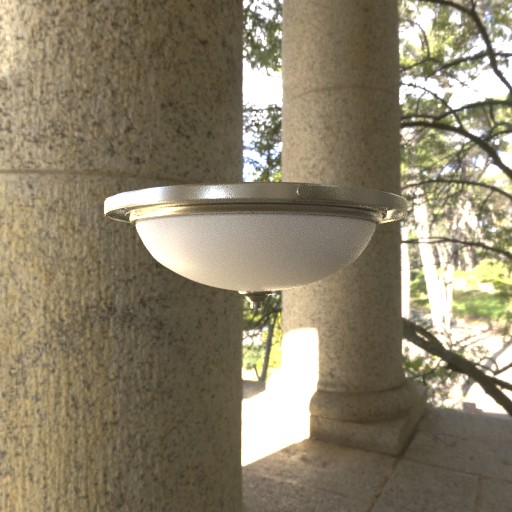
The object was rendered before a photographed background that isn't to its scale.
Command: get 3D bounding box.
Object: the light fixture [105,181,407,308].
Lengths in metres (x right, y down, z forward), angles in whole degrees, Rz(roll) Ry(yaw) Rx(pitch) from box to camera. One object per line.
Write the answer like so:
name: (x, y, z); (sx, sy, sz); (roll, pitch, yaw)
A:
light fixture: (0.000, 0.000, 0.557); (0.361, 0.130, 0.361); (0, -1, 0)
